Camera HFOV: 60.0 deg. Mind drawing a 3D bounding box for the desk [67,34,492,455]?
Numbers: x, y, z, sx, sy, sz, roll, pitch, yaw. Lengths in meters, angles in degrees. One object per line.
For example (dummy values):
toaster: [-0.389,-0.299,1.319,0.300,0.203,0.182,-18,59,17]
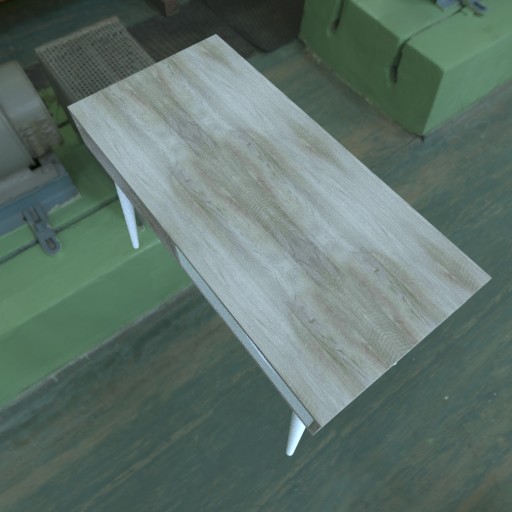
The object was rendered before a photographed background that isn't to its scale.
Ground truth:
desk: [0.000,0.000,1.345,0.491,0.723,0.979,-34,67,-17]
